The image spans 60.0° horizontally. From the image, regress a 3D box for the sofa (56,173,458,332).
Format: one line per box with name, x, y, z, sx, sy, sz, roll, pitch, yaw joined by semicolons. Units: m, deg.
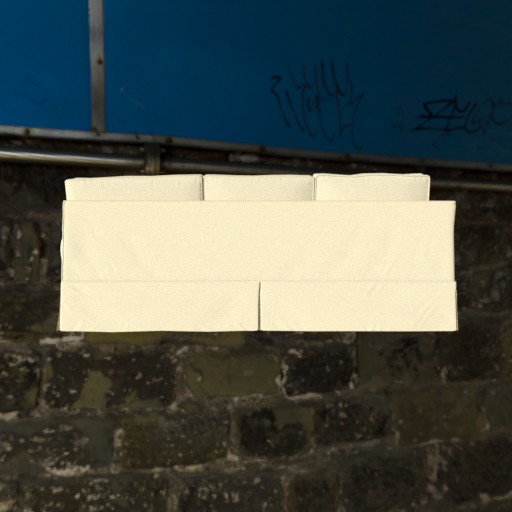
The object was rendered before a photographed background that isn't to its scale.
sofa;0.000;0.000;4.121;2.597;1.070;2.591;0;-2;0
